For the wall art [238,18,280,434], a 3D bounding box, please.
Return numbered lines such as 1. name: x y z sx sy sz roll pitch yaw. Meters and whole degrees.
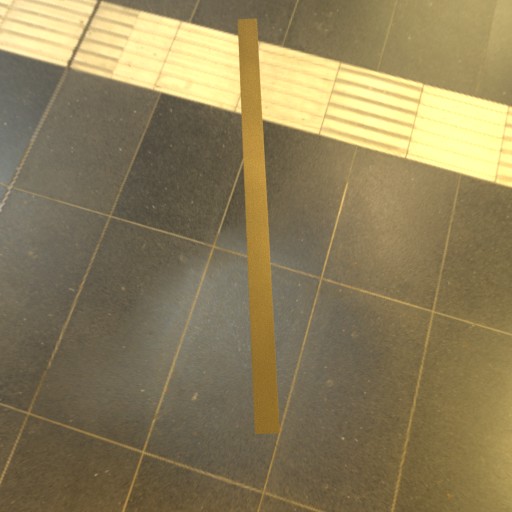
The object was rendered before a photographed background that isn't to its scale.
1. wall art: 0.000 0.000 1.141 0.038 0.762 0.762 -3 75 -1
